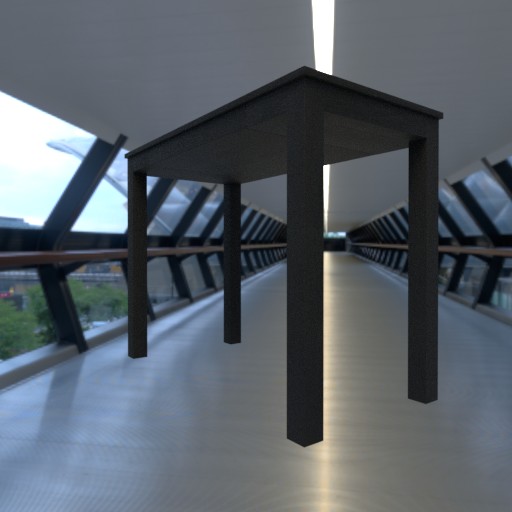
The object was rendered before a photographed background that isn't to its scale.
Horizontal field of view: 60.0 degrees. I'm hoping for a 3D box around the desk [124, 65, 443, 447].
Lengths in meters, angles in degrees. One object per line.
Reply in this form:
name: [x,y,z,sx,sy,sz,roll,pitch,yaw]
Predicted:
desk: [0.000,0.000,1.424,0.499,0.762,0.991,0,1,-37]
